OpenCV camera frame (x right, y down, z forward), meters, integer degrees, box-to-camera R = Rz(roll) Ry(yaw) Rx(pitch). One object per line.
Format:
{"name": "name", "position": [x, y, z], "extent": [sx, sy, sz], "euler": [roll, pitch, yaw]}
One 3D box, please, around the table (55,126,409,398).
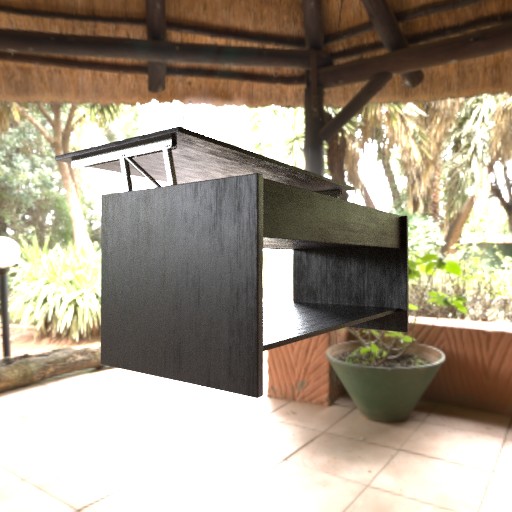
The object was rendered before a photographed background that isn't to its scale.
{"name": "table", "position": [0.000, 0.000, 1.476], "extent": [0.712, 0.570, 1.000], "euler": [-1, -1, 35]}
